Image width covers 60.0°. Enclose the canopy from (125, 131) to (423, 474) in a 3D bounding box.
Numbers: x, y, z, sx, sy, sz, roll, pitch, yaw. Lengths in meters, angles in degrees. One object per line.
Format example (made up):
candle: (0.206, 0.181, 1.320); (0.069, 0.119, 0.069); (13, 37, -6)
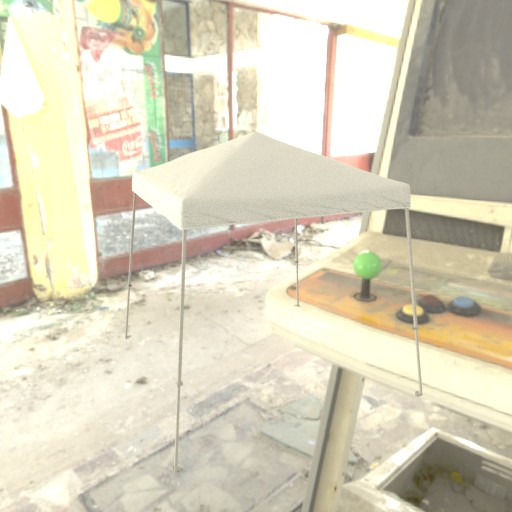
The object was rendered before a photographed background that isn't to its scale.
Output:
canopy: (0.000, 0.000, 6.659); (3.599, 3.600, 3.600); (-7, 18, -23)
